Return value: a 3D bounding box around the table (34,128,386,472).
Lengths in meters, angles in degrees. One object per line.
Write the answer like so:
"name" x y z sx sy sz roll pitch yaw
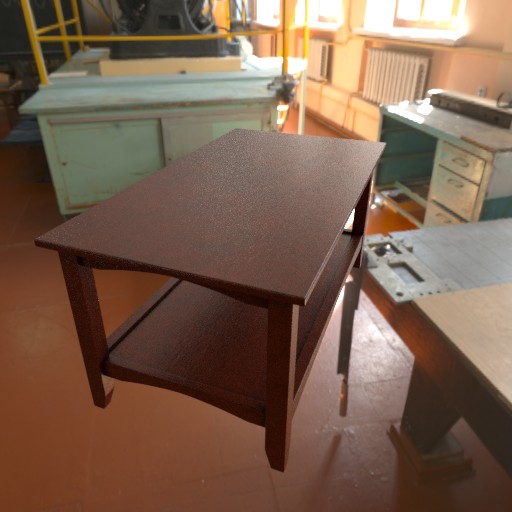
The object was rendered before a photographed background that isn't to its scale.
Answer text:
"table" 0.000 0.000 1.244 0.533 0.456 0.943 11 31 19
